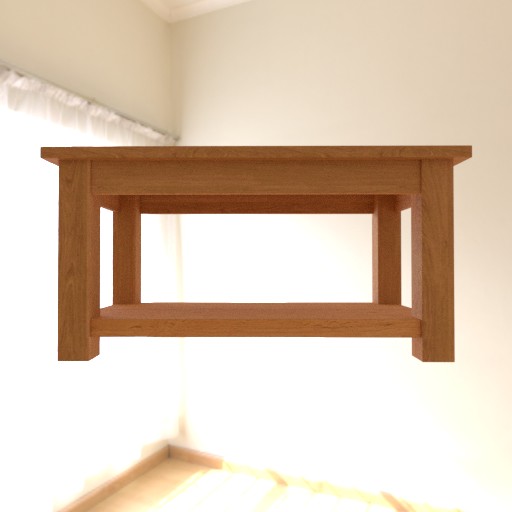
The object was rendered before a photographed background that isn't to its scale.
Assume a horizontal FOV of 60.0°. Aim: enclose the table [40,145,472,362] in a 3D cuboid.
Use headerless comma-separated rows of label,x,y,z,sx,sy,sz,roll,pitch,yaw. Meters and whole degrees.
table,0.000,0.000,1.143,0.899,0.452,0.450,0,-1,0
